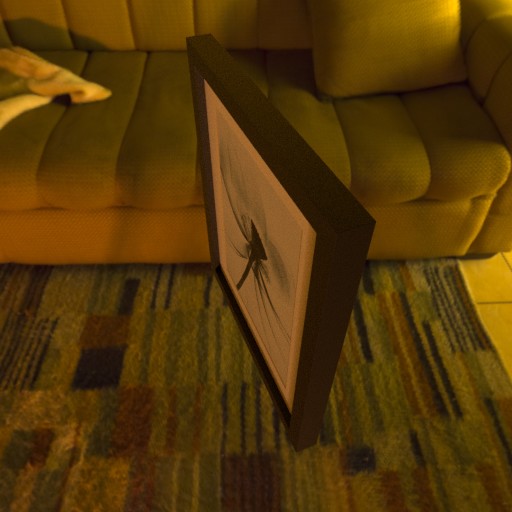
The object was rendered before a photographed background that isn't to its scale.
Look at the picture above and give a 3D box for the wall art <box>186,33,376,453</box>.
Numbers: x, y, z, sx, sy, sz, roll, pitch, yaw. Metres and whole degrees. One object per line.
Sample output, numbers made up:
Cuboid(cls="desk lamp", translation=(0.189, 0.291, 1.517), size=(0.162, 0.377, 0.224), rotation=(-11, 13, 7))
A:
Cuboid(cls="wall art", translation=(0.000, 0.000, 0.520), size=(0.029, 0.381, 0.330), rotation=(-17, 49, -15))
